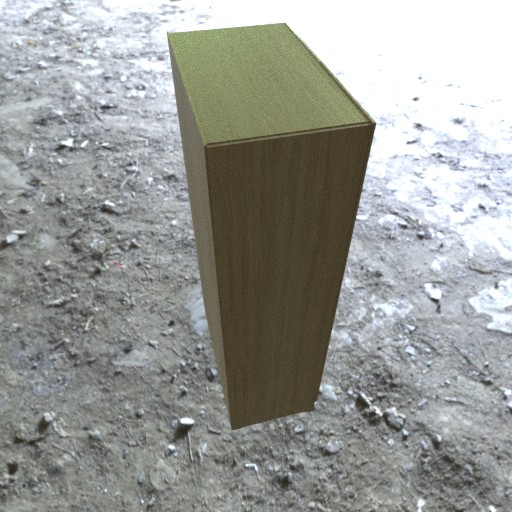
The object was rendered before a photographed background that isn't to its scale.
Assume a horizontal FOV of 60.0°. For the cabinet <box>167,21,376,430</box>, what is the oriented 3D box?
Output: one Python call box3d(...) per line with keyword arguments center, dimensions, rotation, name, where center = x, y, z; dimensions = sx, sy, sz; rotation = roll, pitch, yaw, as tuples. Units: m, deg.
box3d(center=(0.000, 0.000, 2.513), dimensions=(0.590, 2.121, 1.001), rotation=(-11, 47, -10), name="cabinet")
